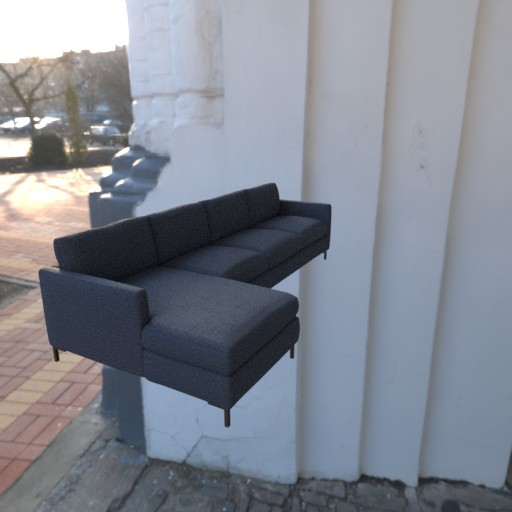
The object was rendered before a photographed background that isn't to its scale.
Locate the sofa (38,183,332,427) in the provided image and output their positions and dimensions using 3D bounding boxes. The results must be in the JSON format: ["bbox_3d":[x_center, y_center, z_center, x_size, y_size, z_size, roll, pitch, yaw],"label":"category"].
[{"bbox_3d":[0.000,0.000,2.950,1.125,0.673,2.445,9,19,27],"label":"sofa"}]
